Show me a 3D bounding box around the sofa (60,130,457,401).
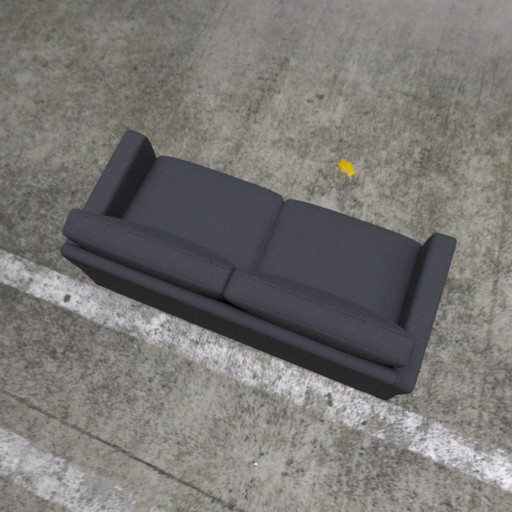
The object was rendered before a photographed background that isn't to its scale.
[{"bbox_3d":[0.000,0.000,2.354,1.852,0.839,0.898,20,67,9],"label":"sofa"}]
